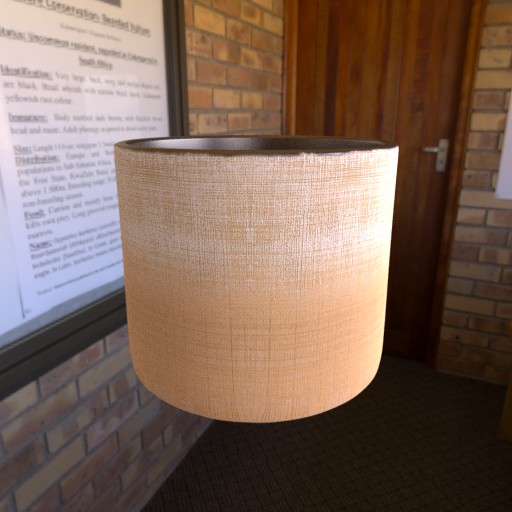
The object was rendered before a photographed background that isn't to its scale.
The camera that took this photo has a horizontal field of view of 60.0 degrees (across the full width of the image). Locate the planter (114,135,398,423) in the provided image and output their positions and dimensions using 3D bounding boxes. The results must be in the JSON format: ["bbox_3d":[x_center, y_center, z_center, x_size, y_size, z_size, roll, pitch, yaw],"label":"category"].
[{"bbox_3d":[0.000,0.000,0.437,0.254,0.221,0.254,0,18,0],"label":"planter"}]
